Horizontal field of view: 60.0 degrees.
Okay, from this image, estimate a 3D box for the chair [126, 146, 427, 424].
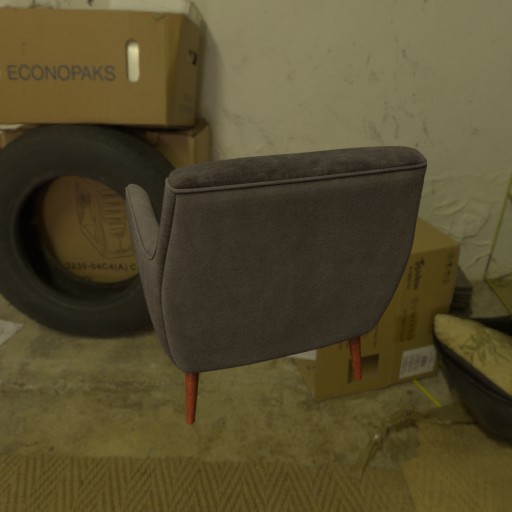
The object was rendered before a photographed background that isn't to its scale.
[{"bbox_3d":[0.000,0.000,1.461,0.762,0.838,0.787,-9,29,-16],"label":"chair"}]
